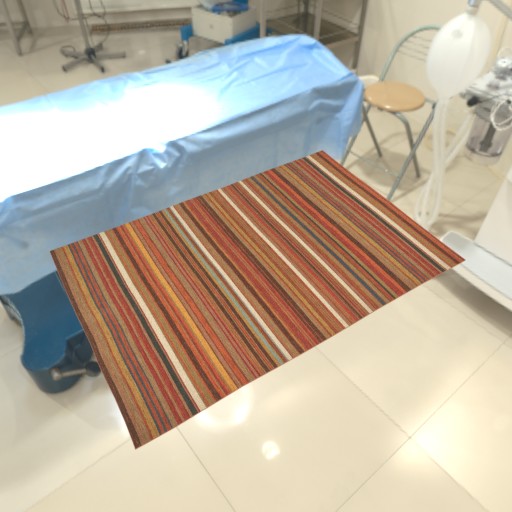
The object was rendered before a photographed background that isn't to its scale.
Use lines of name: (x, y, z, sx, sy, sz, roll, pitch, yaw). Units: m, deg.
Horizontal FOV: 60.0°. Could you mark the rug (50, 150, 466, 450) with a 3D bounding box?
rug: (0.000, 0.000, 2.331, 1.828, 0.007, 1.217, -24, 51, -22)
